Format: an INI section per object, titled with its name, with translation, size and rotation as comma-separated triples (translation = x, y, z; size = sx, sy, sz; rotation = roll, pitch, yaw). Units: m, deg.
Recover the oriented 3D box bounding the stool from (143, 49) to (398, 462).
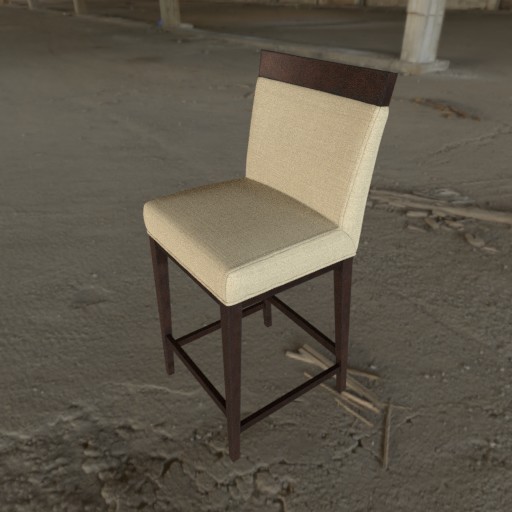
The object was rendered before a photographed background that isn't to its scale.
[stool]
translation = 0.000, 0.000, 1.402
size = 0.531, 1.117, 0.511
rotation = -21, 37, -30
